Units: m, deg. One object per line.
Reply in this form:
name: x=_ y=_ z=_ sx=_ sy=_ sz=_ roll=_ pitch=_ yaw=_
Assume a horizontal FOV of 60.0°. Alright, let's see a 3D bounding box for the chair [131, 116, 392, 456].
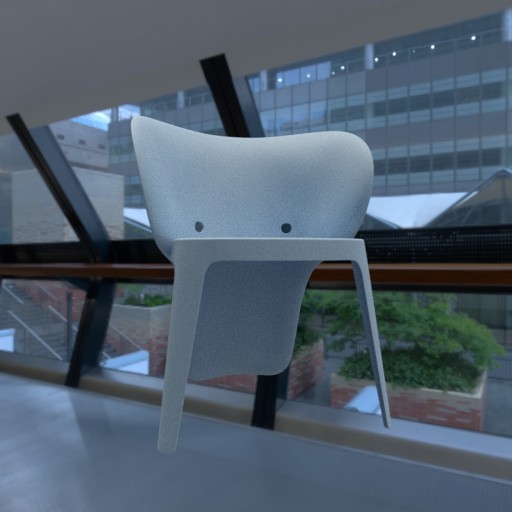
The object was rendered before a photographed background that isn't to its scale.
chair: x=0.000 y=0.000 z=0.833 sx=0.451 sy=0.554 sz=0.402 roll=0 pitch=1 yaw=-15
